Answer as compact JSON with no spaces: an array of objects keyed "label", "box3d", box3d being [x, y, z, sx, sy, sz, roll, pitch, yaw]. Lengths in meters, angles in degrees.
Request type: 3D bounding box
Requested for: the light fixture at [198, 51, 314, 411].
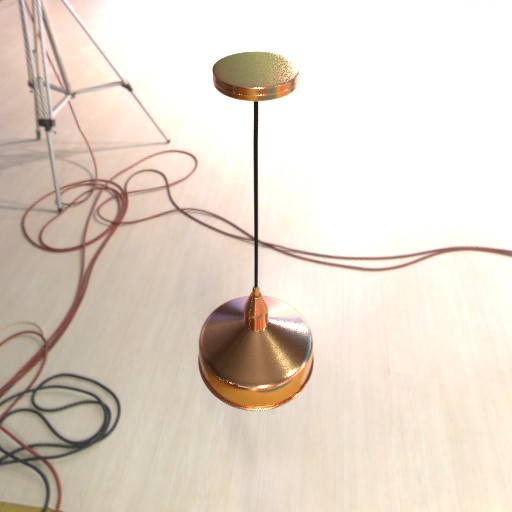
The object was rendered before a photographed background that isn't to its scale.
[{"label":"light fixture","box3d":[0.000,0.000,0.891,0.301,0.754,0.301,-24,50,-21]}]
